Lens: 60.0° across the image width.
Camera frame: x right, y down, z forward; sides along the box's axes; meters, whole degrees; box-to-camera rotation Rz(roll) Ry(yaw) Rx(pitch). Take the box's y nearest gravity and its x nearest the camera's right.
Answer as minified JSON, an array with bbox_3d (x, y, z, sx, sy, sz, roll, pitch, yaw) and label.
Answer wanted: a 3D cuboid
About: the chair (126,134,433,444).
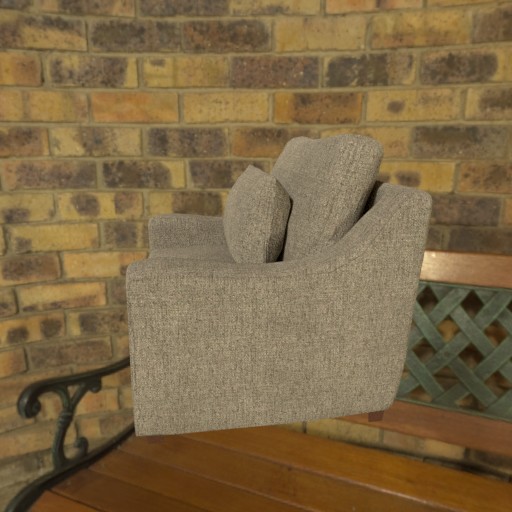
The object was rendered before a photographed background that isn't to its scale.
[{"bbox_3d":[0.000,0.000,1.965,1.009,1.037,1.138,-2,15,-8],"label":"chair"}]
